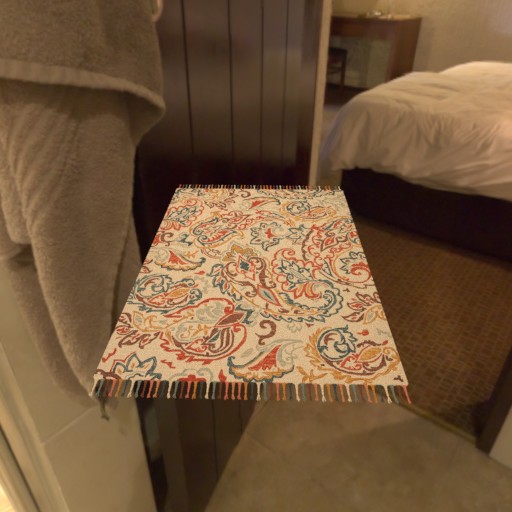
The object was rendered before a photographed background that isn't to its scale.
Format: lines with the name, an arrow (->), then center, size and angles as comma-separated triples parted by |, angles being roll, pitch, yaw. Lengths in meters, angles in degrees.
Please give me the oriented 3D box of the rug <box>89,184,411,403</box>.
rug -> 0.000, 0.000, 2.480 | 1.218, 0.010, 1.997 | 1, 32, 1
